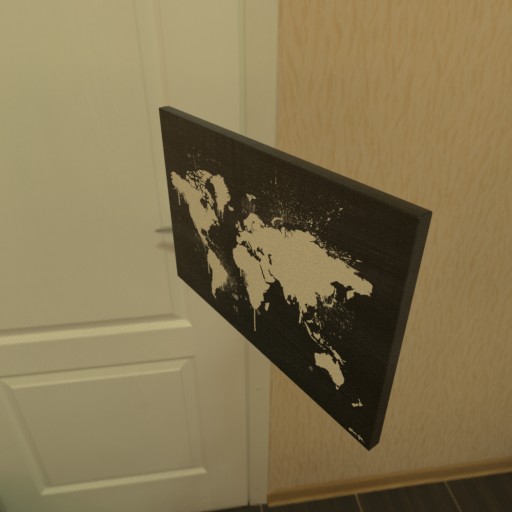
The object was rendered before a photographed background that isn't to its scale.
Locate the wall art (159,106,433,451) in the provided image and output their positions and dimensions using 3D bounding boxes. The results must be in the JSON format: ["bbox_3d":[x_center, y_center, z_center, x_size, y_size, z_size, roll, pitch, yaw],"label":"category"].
[{"bbox_3d":[0.000,0.000,1.187,0.038,0.612,0.912,-22,38,-31],"label":"wall art"}]
